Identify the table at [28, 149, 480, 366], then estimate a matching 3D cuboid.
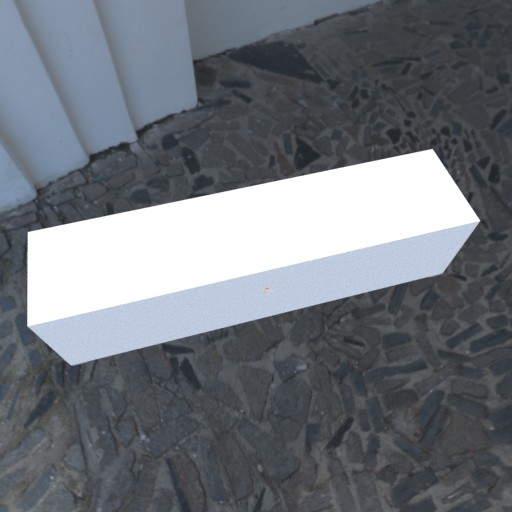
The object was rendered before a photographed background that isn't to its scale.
[{"bbox_3d":[0.000,0.000,1.839,1.650,0.420,0.390,-13,59,-8],"label":"table"}]
